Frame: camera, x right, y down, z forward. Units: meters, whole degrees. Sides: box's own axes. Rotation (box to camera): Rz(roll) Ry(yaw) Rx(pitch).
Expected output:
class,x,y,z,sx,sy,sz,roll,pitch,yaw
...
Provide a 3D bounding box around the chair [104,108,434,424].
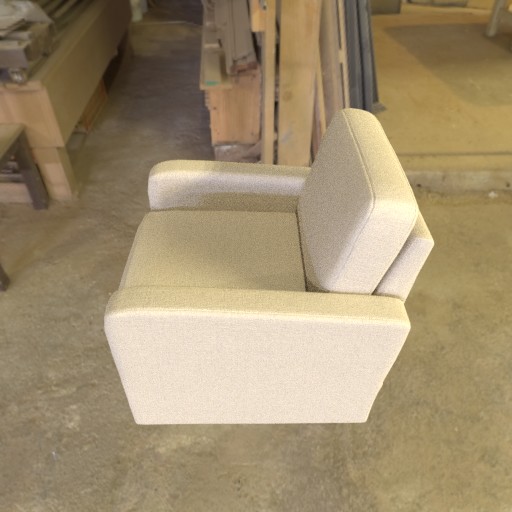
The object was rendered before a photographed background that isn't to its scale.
class,x,y,z,sx,sy,sz,roll,pitch,yaw
chair,0.000,0.000,1.481,0.888,0.827,0.755,0,42,0
